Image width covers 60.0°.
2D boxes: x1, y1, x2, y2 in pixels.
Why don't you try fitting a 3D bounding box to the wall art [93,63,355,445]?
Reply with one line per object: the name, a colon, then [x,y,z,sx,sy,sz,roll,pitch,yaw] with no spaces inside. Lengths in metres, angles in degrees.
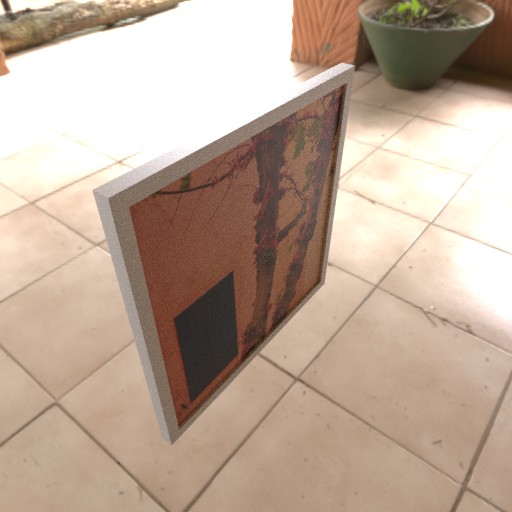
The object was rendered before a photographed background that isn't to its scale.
wall art: [0.000,0.000,1.141,0.038,0.762,0.762,27,47,28]
